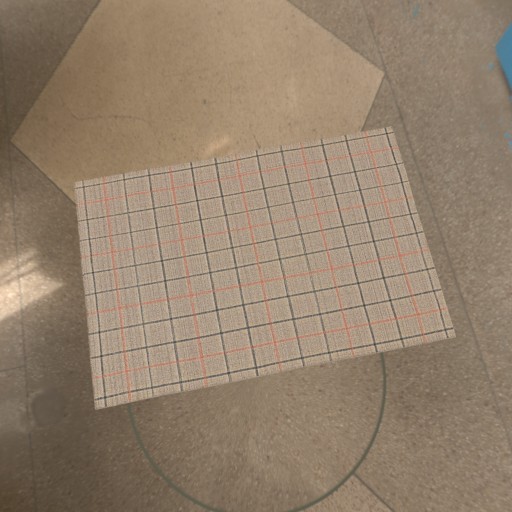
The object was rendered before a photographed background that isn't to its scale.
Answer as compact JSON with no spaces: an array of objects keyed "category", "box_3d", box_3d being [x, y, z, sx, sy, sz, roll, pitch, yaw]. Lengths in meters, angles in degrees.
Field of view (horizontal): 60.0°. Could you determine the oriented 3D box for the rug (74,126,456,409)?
[{"category":"rug","box_3d":[0.000,0.000,2.352,1.829,0.013,1.220,-11,75,-3]}]
